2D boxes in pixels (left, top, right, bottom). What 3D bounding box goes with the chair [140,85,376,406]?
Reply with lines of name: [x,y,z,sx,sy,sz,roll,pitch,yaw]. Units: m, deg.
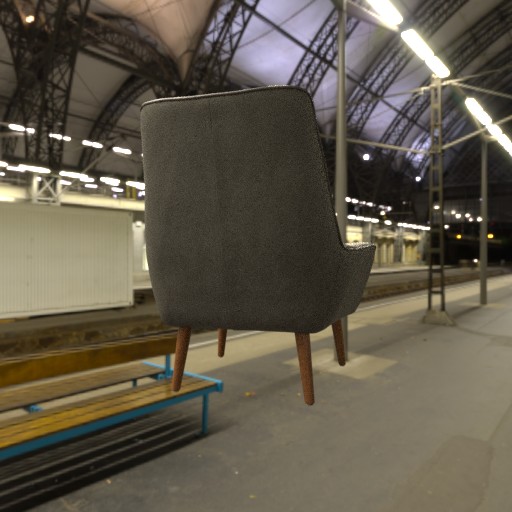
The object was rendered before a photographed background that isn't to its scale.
chair: [0.000,0.000,1.550,0.787,0.888,0.822,0,0,17]
